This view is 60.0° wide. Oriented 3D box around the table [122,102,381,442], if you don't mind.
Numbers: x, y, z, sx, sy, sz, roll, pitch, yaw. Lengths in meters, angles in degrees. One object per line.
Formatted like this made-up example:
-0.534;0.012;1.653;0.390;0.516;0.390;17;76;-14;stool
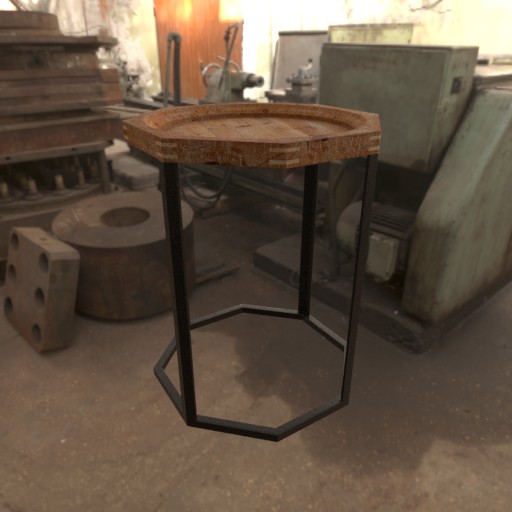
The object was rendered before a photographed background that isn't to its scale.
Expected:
0.000;0.000;0.900;0.458;0.543;0.458;17;30;31;table
